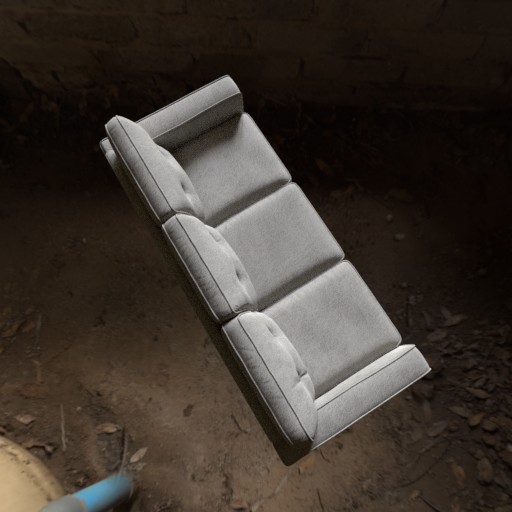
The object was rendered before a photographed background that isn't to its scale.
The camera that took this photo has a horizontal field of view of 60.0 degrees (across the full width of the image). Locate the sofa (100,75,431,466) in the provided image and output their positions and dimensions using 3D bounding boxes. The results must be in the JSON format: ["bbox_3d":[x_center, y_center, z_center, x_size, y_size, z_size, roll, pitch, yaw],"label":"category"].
[{"bbox_3d":[0.000,0.000,2.662,0.939,0.965,2.133,-31,78,-7],"label":"sofa"}]
